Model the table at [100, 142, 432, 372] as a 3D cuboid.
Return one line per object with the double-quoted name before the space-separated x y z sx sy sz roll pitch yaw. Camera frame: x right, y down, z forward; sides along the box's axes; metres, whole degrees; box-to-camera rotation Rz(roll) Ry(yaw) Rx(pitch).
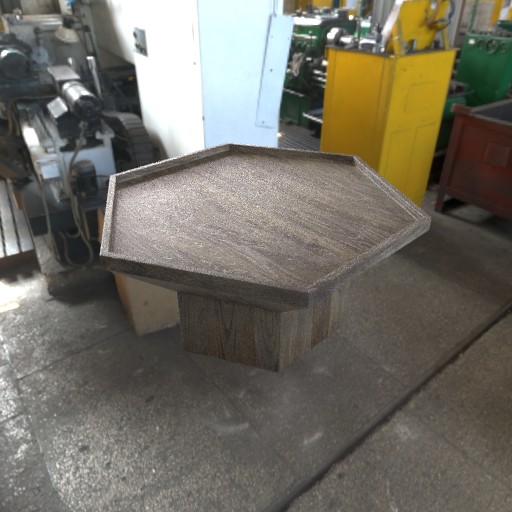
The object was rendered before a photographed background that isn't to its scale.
"table" 0.000 0.000 1.611 1.115 0.488 0.966 9 34 14
